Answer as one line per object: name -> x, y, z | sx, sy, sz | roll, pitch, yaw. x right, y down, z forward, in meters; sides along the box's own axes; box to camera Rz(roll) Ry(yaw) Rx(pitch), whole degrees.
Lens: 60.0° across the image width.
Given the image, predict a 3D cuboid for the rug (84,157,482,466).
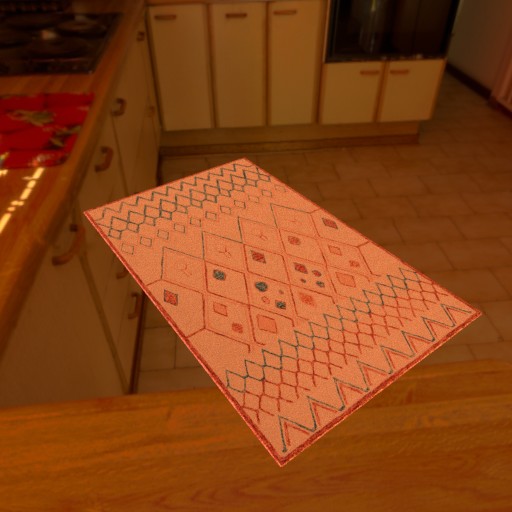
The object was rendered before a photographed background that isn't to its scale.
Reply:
rug -> 0.000, 0.000, 3.022 | 1.524, 0.015, 2.438 | -25, 46, -27
